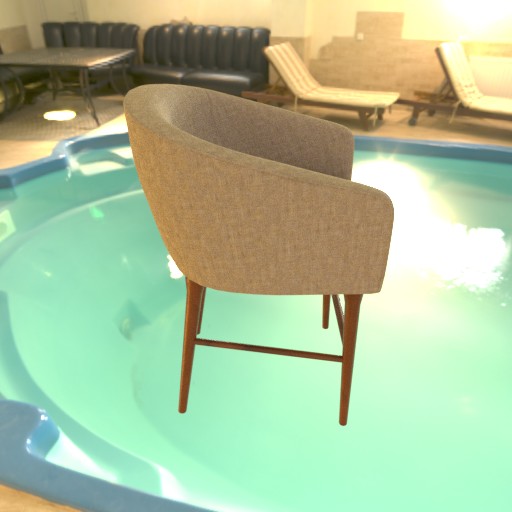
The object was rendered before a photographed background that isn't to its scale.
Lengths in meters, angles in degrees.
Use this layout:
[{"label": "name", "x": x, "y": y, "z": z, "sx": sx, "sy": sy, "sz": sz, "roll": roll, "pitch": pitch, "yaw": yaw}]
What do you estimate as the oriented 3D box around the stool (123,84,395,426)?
[{"label": "stool", "x": 0.000, "y": 0.000, "z": 1.340, "sx": 0.635, "sy": 0.952, "sz": 0.559, "roll": 0, "pitch": 32, "yaw": 1}]
